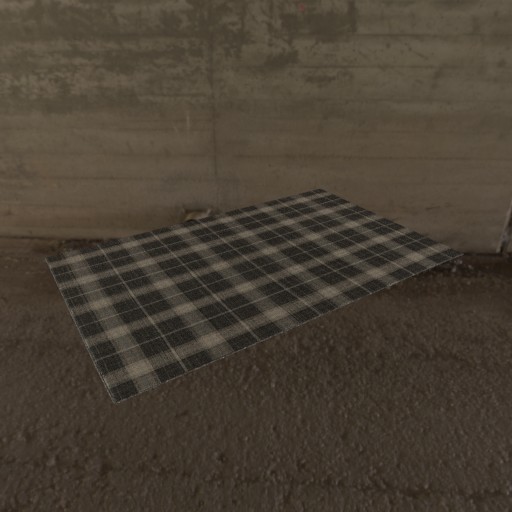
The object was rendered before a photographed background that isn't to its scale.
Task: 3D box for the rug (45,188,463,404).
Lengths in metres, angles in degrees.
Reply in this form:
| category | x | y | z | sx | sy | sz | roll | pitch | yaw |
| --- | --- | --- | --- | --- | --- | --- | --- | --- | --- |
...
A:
| category | x | y | z | sx | sy | sz | roll | pitch | yaw |
| --- | --- | --- | --- | --- | --- | --- | --- | --- | --- |
| rug | 0.000 | 0.000 | 3.023 | 2.434 | 0.015 | 1.520 | -18 | 34 | -28 |
